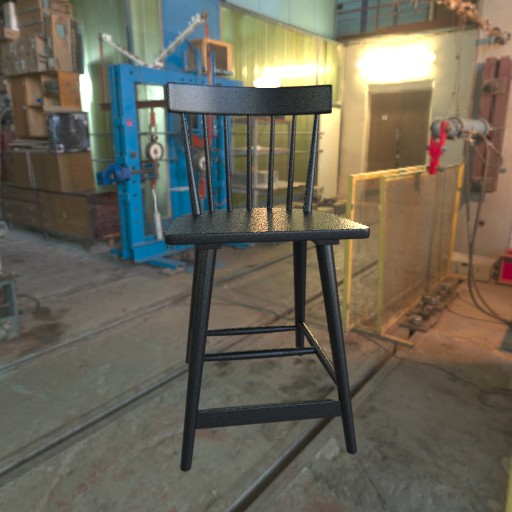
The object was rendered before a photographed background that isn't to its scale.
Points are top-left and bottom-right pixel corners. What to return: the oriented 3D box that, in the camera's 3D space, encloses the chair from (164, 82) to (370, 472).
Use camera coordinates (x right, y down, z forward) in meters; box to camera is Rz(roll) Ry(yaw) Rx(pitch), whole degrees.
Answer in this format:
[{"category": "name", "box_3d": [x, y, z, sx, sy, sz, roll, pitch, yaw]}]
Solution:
[{"category": "chair", "box_3d": [0.000, 0.000, 1.282, 0.483, 0.952, 0.572, -2, 16, -8]}]
